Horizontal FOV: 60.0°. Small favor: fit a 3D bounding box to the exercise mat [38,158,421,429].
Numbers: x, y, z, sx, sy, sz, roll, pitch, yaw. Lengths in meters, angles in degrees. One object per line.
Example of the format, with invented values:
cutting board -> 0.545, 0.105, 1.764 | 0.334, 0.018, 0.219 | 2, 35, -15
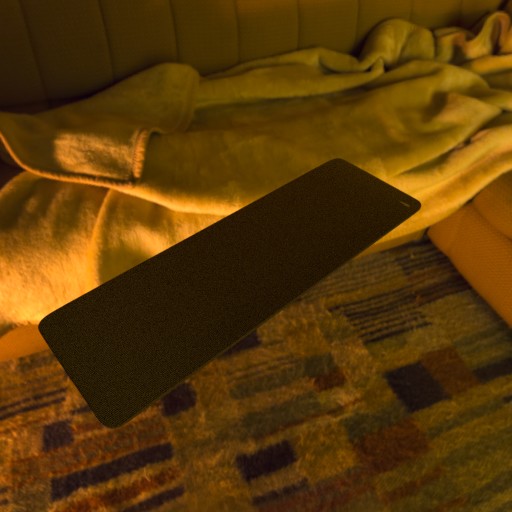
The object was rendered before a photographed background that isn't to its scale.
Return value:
exercise mat -> 0.000, 0.000, 2.077 | 1.869, 0.021, 0.616 | -32, 53, -28
